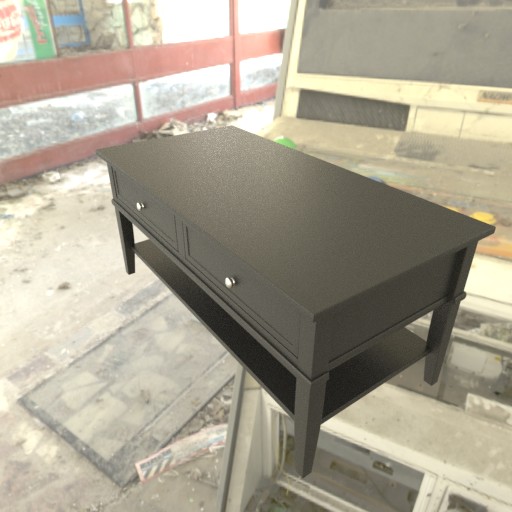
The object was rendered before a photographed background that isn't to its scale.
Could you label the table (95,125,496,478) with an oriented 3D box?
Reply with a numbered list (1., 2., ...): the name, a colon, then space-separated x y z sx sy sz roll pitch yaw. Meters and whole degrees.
1. table: 0.000 0.000 1.305 0.523 0.470 1.044 -20 36 -30
